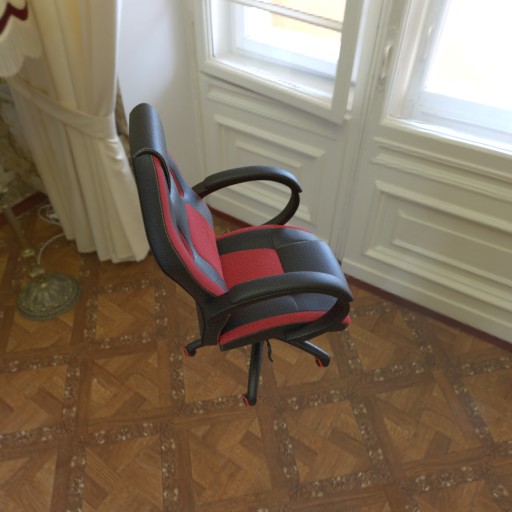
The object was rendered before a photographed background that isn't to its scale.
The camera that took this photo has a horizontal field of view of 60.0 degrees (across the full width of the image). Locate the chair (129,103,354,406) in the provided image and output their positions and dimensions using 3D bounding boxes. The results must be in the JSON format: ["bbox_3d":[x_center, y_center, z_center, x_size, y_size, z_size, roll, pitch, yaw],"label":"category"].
[{"bbox_3d":[0.000,0.000,1.683,0.724,1.187,0.673,-9,46,-8],"label":"chair"}]
